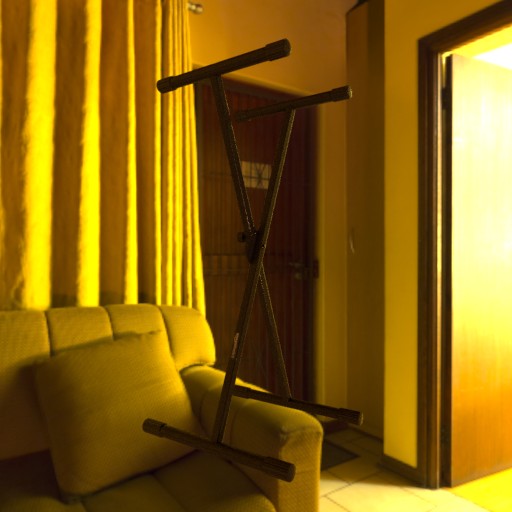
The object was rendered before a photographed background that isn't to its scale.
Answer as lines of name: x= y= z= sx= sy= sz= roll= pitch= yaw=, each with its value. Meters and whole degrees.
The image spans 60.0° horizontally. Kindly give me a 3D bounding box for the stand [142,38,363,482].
stand: x=0.000 y=0.000 z=1.204 sx=0.449 sy=0.940 sz=0.409 roll=0 pitch=0 yaw=35
